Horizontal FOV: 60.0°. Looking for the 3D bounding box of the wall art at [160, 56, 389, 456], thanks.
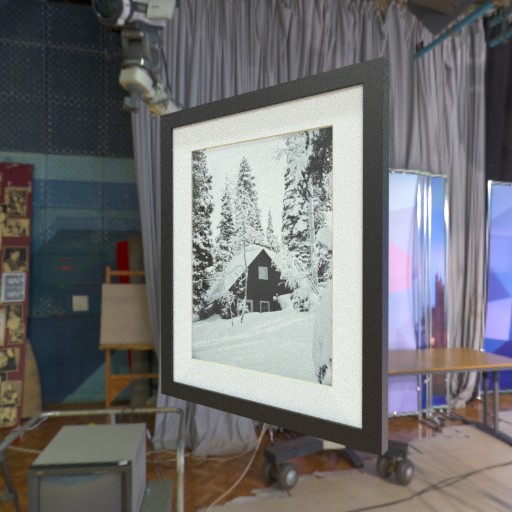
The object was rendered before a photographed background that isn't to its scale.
[{"bbox_3d":[0.000,0.000,0.543,0.325,0.397,0.018,1,1,36],"label":"wall art"}]
